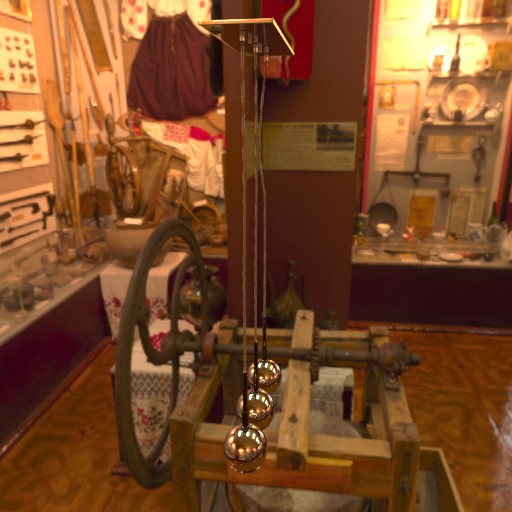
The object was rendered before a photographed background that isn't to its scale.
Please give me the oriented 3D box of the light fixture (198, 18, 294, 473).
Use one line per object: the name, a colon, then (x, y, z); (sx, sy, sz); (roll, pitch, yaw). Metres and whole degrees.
light fixture: (0.000, 0.000, 1.591); (0.188, 1.408, 0.623); (3, 18, 9)
